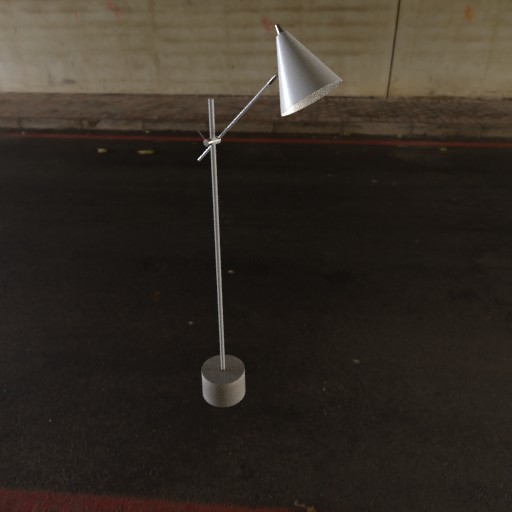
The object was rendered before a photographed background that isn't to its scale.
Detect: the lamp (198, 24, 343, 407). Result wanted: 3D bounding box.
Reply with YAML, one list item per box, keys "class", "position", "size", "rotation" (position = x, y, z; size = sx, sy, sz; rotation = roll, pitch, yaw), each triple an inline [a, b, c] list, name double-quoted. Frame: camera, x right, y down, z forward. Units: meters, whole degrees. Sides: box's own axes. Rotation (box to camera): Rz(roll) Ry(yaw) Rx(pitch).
- class: "lamp"
  position: [0.000, 0.000, 1.541]
  size: [0.508, 1.430, 0.223]
  rotation: [19, 34, 32]
